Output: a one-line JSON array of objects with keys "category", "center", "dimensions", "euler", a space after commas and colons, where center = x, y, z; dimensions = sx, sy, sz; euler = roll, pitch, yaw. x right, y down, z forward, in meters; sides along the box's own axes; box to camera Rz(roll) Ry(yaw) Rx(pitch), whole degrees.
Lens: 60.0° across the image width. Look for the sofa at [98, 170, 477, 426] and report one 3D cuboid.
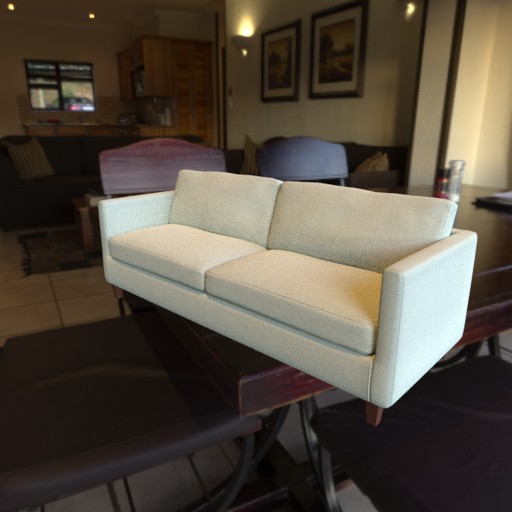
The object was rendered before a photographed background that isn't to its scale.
[{"category": "sofa", "center": [0.000, 0.000, 2.923], "dimensions": [2.434, 0.965, 0.948], "euler": [15, 23, 41]}]
